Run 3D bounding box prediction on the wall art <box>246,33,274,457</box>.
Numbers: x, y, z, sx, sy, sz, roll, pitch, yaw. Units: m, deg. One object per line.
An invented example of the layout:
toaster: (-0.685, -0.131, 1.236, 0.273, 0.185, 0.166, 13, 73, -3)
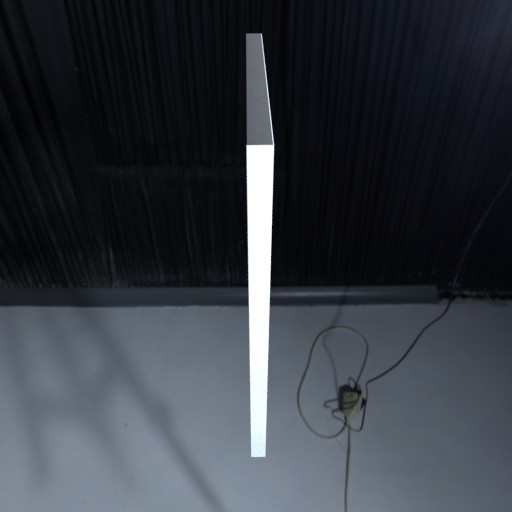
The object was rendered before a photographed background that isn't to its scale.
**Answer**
wall art: (0.000, 0.000, 1.148, 0.039, 0.915, 0.612, -1, 40, -1)
